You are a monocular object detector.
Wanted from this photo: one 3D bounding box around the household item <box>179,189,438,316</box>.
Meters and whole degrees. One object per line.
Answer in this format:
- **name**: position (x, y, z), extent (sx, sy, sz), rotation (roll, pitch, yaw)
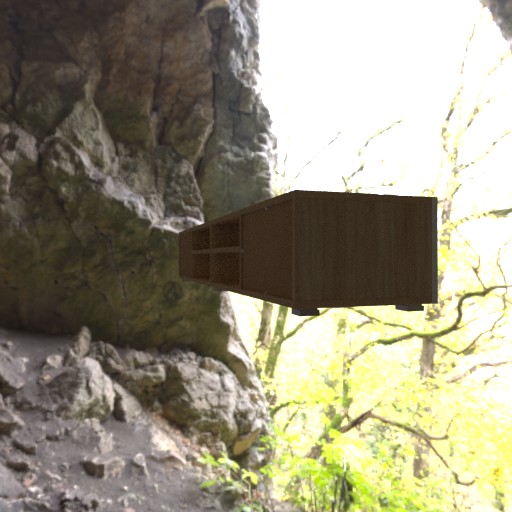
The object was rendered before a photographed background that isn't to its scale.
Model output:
- **household item**: position (0.000, 0.000, 2.010), extent (0.420, 0.310, 1.850), rotation (0, 0, -18)
